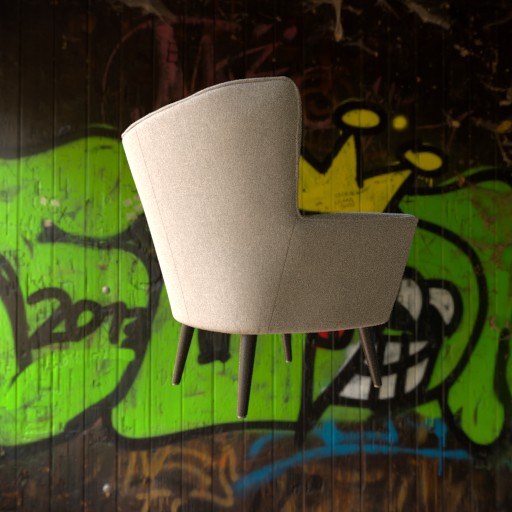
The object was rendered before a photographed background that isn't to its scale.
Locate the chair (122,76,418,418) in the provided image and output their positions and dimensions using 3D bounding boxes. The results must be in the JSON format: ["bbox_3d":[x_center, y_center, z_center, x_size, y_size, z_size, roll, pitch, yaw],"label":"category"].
[{"bbox_3d":[0.000,0.000,1.569,0.888,0.933,0.781,1,-1,-36],"label":"chair"}]
